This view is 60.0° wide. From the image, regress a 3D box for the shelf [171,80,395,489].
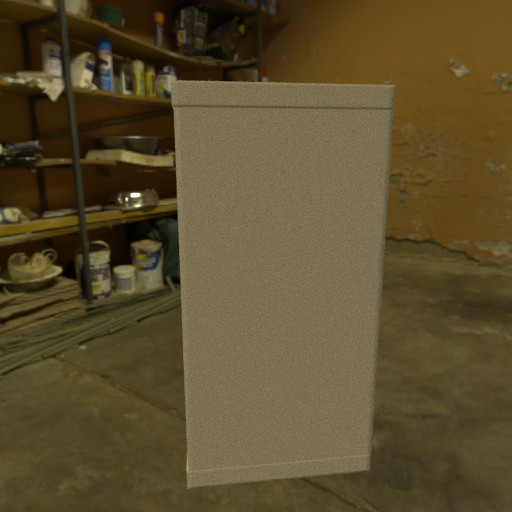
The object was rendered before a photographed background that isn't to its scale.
[{"bbox_3d":[0.000,0.000,1.226,0.390,0.786,0.790,-2,13,-7],"label":"shelf"}]
